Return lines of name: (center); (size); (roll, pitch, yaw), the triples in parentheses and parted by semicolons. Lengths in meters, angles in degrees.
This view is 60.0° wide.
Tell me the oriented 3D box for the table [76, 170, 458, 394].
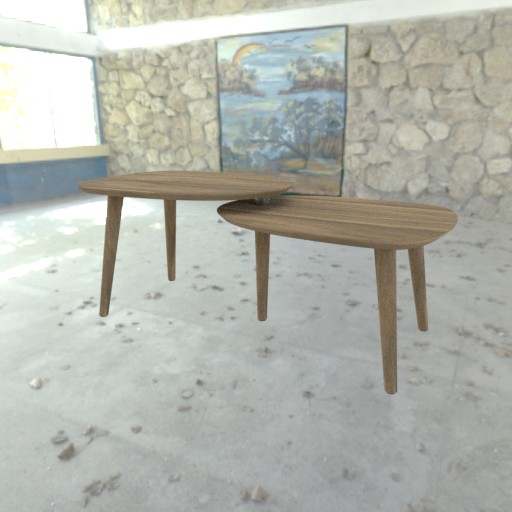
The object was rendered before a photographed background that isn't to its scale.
table: (0.000, 0.000, 1.349); (1.084, 0.429, 0.527); (9, 19, 27)
